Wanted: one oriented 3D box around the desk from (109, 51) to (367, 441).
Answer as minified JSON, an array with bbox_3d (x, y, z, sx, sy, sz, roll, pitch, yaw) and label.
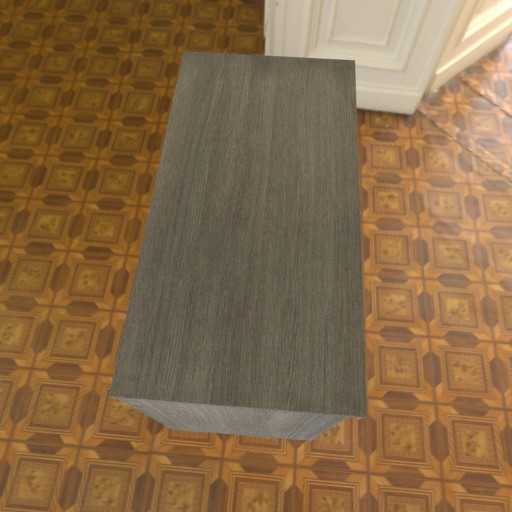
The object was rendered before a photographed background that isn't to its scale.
[{"bbox_3d":[0.000,0.000,1.529,0.560,0.735,1.097,4,64,2],"label":"desk"}]
